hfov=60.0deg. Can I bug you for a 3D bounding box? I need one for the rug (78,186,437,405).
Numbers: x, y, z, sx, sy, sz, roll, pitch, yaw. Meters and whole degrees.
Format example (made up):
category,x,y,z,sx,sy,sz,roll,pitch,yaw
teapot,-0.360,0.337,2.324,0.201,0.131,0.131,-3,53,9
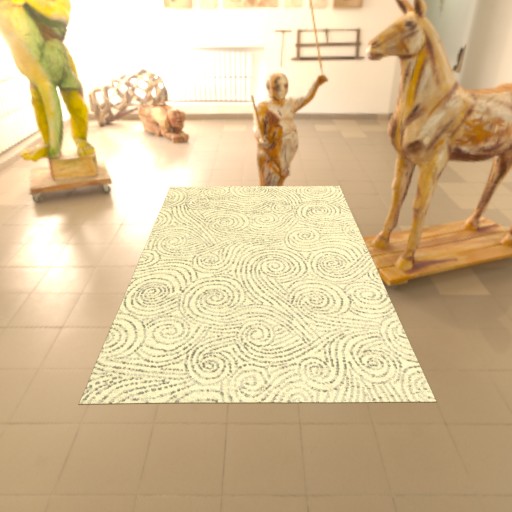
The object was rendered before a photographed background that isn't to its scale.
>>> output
category,x,y,z,sx,sy,sz,roll,pitch,yaw
rug,0.000,0.000,2.926,1.524,0.005,2.439,0,31,0
